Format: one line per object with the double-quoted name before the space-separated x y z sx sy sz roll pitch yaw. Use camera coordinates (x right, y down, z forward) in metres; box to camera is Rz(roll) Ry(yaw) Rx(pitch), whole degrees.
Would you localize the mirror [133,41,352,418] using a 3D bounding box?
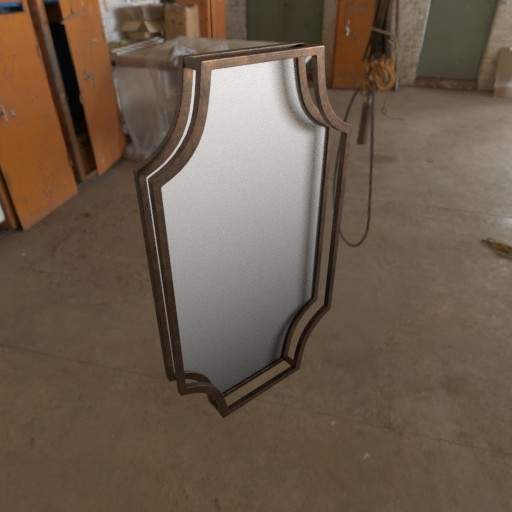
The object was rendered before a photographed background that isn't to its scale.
"mirror" 0.000 0.000 0.954 0.462 0.811 0.066 -24 40 -32
